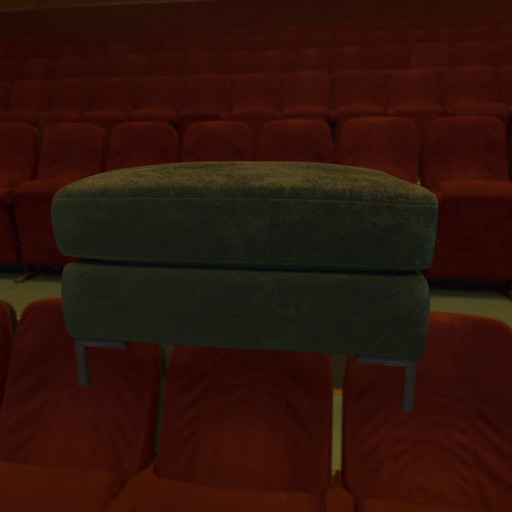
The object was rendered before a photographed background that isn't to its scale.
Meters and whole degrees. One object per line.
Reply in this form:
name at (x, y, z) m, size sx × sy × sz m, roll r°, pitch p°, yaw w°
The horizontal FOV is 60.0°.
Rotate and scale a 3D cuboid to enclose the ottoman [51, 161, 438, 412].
ottoman at (0.000, 0.000, 1.299) m, size 0.839 × 0.538 × 0.701 m, roll 2°, pitch 14°, yaw 8°
